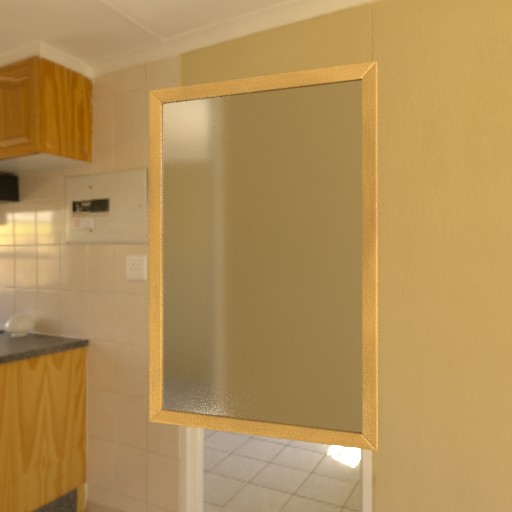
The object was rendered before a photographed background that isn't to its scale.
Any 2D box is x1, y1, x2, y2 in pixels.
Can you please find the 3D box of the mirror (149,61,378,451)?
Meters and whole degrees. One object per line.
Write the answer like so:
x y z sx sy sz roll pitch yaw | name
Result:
0.000 0.000 1.151 0.609 0.915 0.040 0 0 18 | mirror
